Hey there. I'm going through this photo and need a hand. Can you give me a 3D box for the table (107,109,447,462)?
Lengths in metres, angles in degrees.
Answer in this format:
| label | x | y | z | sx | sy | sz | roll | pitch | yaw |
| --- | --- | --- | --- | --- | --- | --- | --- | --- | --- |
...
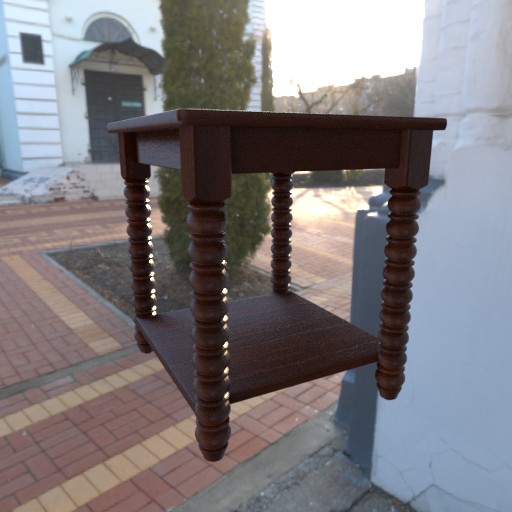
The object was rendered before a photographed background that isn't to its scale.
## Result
| label | x | y | z | sx | sy | sz | roll | pitch | yaw |
| --- | --- | --- | --- | --- | --- | --- | --- | --- | --- |
| table | 0.000 | 0.000 | 0.974 | 0.500 | 0.567 | 0.533 | -7 | 16 | -27 |
